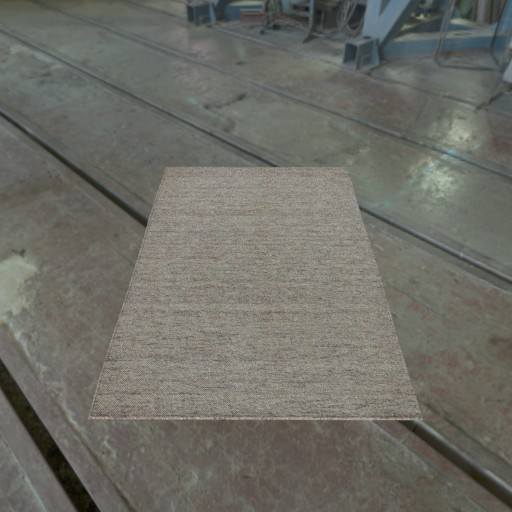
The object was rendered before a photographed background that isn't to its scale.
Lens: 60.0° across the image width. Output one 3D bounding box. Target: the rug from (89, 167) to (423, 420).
[{"bbox_3d":[0.000,0.000,2.895,1.547,0.013,2.283,0,41,0],"label":"rug"}]
